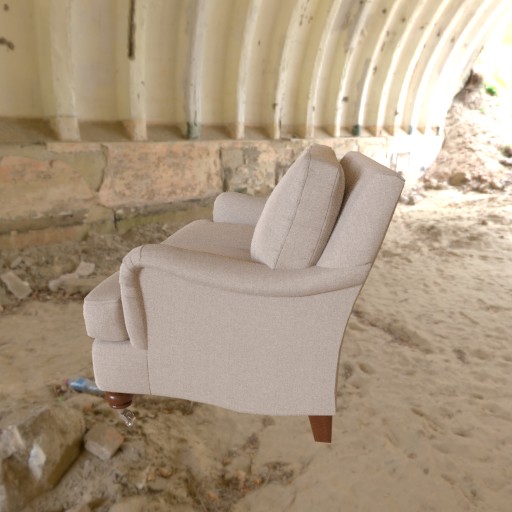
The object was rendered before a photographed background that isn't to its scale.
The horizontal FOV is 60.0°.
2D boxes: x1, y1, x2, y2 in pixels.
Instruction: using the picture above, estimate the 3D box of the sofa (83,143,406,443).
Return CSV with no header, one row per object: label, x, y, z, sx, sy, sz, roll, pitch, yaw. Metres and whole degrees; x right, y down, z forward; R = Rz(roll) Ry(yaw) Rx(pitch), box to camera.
sofa,0.000,0.000,2.162,1.087,1.048,1.508,2,16,8
